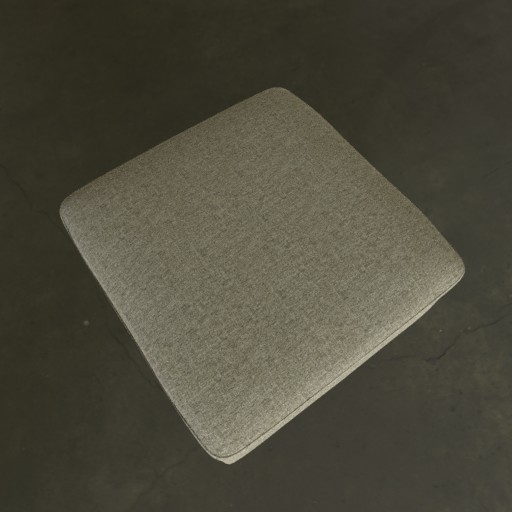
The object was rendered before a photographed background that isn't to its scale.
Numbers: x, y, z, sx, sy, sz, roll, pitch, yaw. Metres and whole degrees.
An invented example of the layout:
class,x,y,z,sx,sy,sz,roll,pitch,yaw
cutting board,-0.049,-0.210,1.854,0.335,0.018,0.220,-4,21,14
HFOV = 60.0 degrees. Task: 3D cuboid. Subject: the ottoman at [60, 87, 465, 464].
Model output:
class,x,y,z,sx,sy,sz,roll,pitch,yaw
ottoman,0.000,0.000,1.627,1.035,0.526,1.039,-33,68,-15
